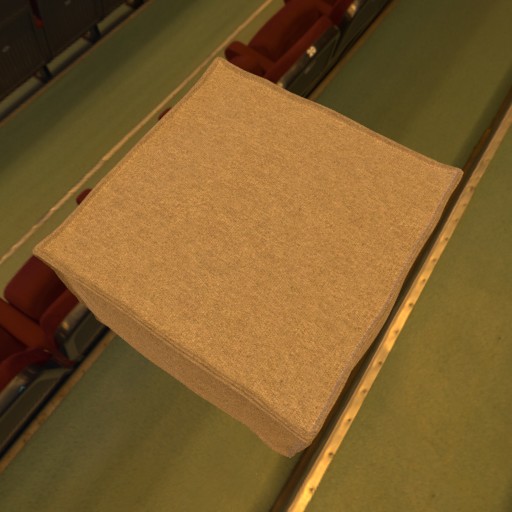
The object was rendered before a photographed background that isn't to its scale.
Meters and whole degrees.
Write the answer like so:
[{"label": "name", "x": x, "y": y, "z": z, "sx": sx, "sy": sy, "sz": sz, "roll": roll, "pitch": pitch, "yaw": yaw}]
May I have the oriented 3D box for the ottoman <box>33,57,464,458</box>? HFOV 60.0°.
[{"label": "ottoman", "x": 0.000, "y": 0.000, "z": 1.125, "sx": 0.696, "sy": 0.470, "sz": 0.707, "roll": 30, "pitch": 68, "yaw": 14}]
